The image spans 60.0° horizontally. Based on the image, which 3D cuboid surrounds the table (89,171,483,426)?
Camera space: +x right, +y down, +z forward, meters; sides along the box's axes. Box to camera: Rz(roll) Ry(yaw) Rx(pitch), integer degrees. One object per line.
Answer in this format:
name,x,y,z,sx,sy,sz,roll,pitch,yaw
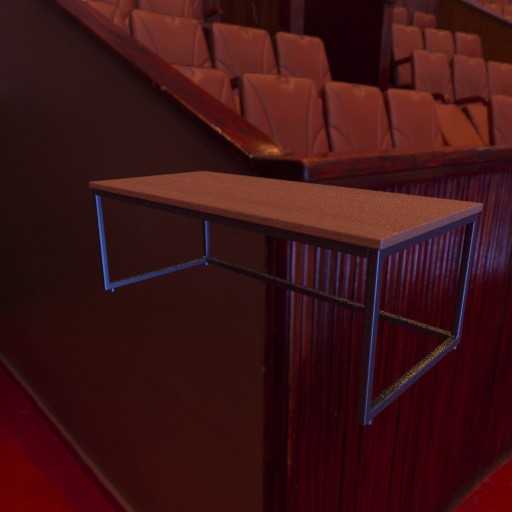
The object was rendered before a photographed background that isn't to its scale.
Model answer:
table,0.000,0.000,1.362,1.100,0.400,0.500,16,23,42
